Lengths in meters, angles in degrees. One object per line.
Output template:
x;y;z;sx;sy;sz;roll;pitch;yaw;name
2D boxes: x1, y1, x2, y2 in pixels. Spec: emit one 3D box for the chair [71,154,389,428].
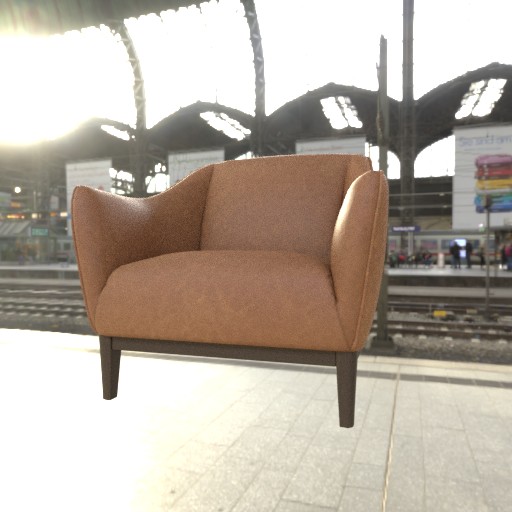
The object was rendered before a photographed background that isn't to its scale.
0.000;0.000;1.513;0.871;0.830;0.852;0;1;17;chair
